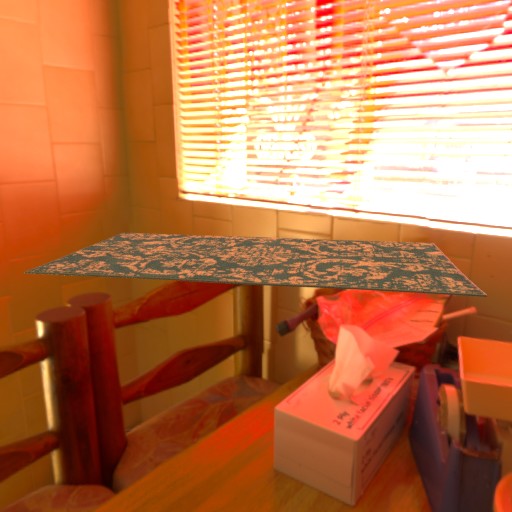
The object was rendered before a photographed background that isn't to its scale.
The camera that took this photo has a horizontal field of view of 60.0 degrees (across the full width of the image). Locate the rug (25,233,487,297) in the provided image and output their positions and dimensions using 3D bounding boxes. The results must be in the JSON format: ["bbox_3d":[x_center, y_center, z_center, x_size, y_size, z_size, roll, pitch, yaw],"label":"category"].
[{"bbox_3d":[0.000,0.000,1.436,1.219,0.007,0.604,2,14,9],"label":"rug"}]
